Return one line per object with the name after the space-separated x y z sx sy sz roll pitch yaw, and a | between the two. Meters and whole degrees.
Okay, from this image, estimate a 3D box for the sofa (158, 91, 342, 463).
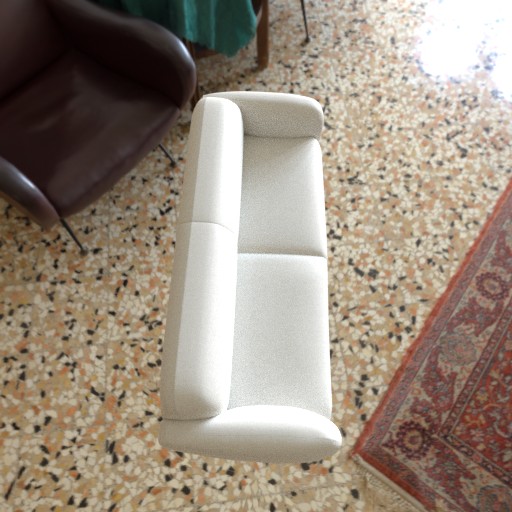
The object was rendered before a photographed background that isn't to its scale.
0.000 0.000 2.668 0.880 0.780 2.257 1 63 1 | sofa
